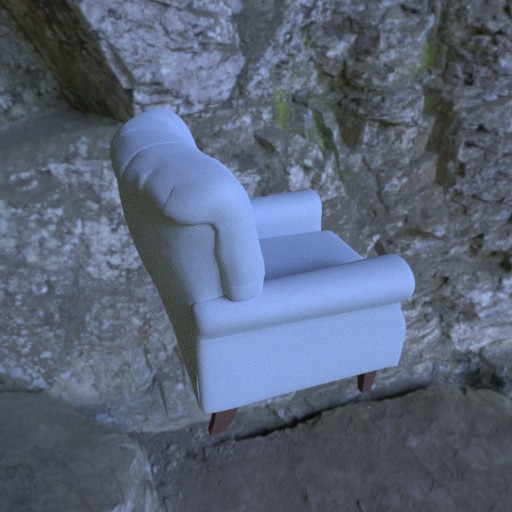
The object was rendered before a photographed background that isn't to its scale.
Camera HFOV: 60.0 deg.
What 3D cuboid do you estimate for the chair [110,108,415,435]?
[{"bbox_3d":[0.000,0.000,2.029,1.128,1.217,1.090,-9,30,-17],"label":"chair"}]
